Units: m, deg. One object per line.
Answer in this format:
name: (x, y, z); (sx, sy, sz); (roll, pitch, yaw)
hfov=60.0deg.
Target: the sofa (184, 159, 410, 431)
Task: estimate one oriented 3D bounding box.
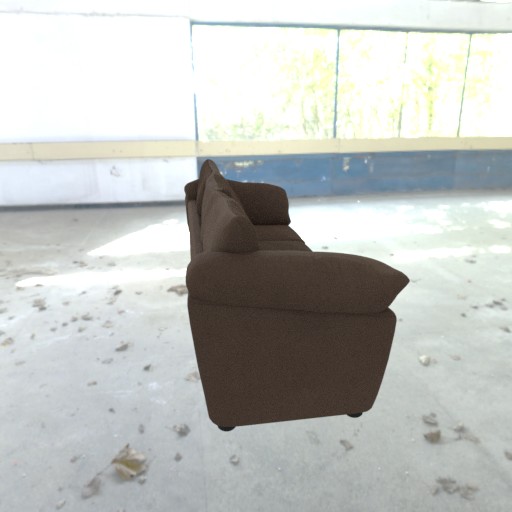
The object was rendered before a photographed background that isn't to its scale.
sofa: (0.000, 0.000, 2.839); (0.878, 1.015, 2.336); (-3, 18, -8)
